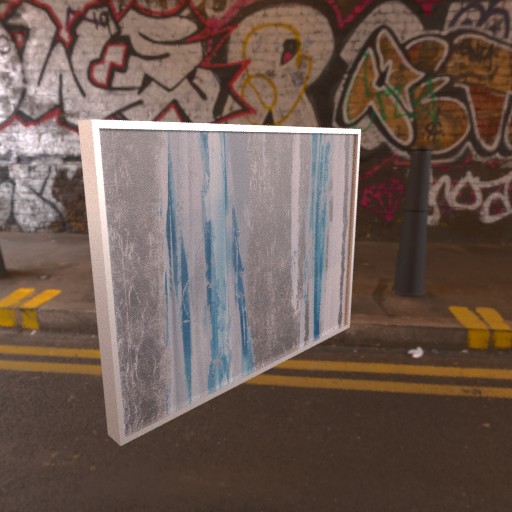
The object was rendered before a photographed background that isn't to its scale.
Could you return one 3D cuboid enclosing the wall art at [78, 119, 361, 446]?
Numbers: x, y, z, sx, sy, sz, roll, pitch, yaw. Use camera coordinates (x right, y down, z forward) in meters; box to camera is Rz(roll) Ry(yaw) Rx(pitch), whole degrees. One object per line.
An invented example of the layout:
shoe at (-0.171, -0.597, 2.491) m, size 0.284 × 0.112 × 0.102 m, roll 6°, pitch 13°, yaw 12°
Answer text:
wall art at (0.000, 0.000, 1.424) m, size 0.066 × 0.801 × 1.056 m, roll 14°, pitch 20°, yaw 43°
